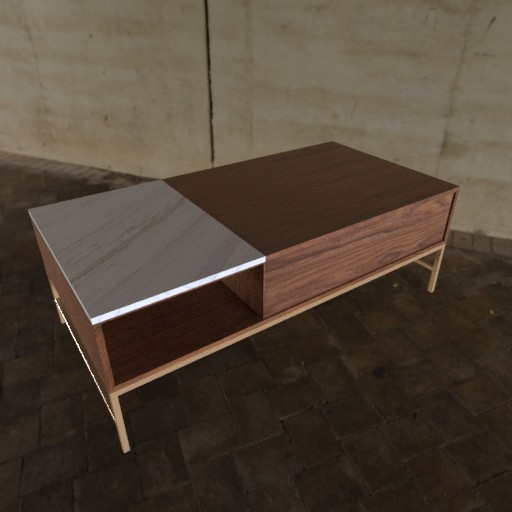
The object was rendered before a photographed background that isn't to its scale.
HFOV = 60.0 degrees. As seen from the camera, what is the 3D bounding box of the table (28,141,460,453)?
[{"bbox_3d":[0.000,0.000,1.919,1.553,0.551,0.789,-19,36,-29],"label":"table"}]
